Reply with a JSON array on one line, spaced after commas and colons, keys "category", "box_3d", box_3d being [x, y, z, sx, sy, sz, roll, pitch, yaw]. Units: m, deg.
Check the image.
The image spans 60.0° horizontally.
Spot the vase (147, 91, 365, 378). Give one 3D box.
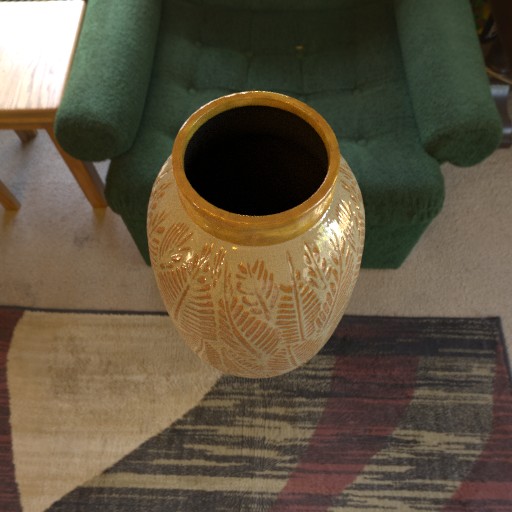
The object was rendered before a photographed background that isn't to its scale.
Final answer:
[{"category": "vase", "box_3d": [0.000, 0.000, 0.373, 0.172, 0.270, 0.172, 0, 64, 0]}]
